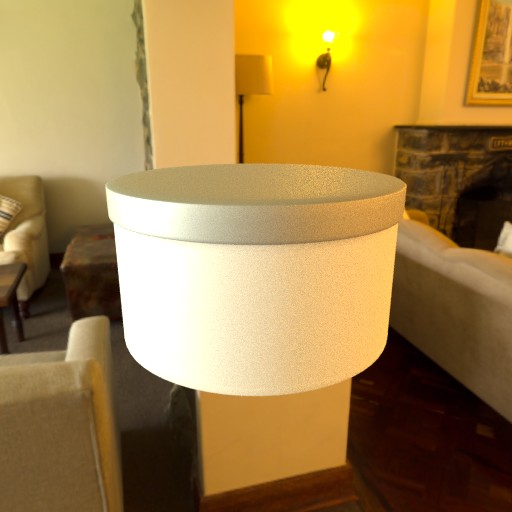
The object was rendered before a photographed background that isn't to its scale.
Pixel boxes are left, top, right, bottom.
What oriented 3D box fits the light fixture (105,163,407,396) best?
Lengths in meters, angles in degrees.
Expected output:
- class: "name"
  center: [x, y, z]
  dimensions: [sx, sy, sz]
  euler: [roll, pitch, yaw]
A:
- class: "light fixture"
  center: [0.000, 0.000, 0.641]
  dimensions: [0.393, 0.229, 0.393]
  euler: [0, 17, 0]
